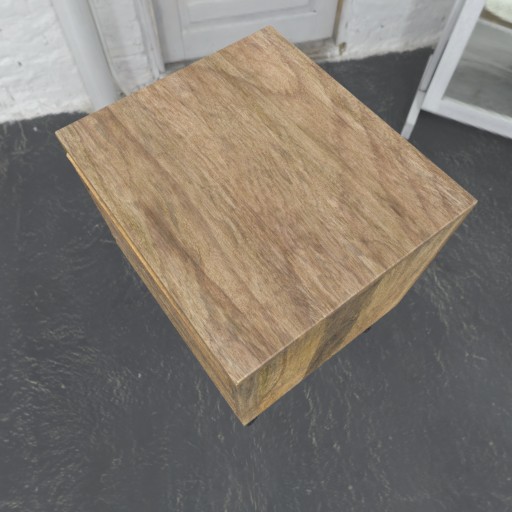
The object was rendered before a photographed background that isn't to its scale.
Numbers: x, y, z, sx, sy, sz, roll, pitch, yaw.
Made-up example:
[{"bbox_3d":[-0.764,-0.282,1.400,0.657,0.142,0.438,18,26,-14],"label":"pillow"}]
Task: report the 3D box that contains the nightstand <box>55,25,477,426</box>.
[{"bbox_3d":[0.000,0.000,0.871,0.406,0.559,0.457,-34,68,-16],"label":"nightstand"}]
